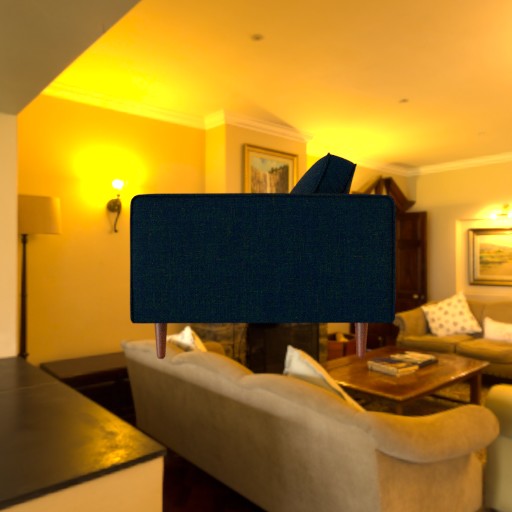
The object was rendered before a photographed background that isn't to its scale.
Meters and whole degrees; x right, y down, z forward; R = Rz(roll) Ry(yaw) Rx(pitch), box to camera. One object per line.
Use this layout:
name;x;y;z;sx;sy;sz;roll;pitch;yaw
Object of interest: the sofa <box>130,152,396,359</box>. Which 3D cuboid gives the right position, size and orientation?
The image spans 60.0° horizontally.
sofa;0.000;0.000;2.566;0.914;0.762;2.210;0;0;-1
